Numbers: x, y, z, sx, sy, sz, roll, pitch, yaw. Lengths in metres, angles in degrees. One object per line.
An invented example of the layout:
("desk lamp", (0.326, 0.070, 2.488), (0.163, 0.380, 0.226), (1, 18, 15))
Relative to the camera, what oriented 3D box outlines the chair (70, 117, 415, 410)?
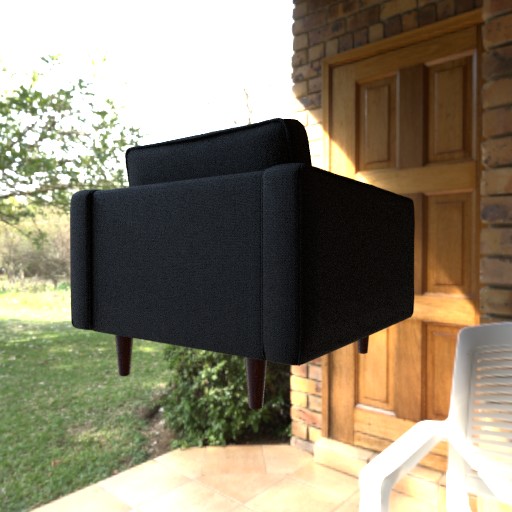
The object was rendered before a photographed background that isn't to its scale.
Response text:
("chair", (0.000, 0.000, 1.590), (0.899, 0.770, 0.919), (1, 1, 35))
